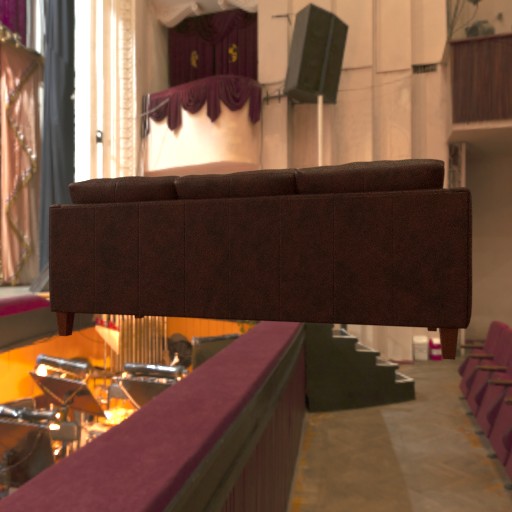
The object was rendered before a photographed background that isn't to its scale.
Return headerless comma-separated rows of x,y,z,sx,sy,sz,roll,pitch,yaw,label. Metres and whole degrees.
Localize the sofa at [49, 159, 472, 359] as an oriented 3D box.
0.000,0.000,2.937,2.464,1.006,1.045,0,0,17,sofa
